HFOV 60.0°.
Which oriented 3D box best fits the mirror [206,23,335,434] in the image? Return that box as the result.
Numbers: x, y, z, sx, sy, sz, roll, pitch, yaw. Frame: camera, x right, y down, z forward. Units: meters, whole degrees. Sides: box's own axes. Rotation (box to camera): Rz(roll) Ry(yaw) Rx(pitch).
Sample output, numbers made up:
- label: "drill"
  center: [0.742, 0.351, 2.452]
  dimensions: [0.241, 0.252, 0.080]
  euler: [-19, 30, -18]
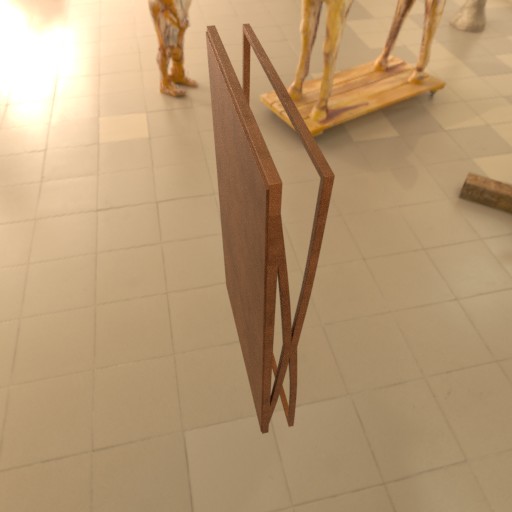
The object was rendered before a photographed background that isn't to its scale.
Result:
- label: "mirror"
  center: [0.000, 0.000, 0.947]
  dimensions: [0.082, 0.768, 0.468]
  euler: [-10, 49, -9]
